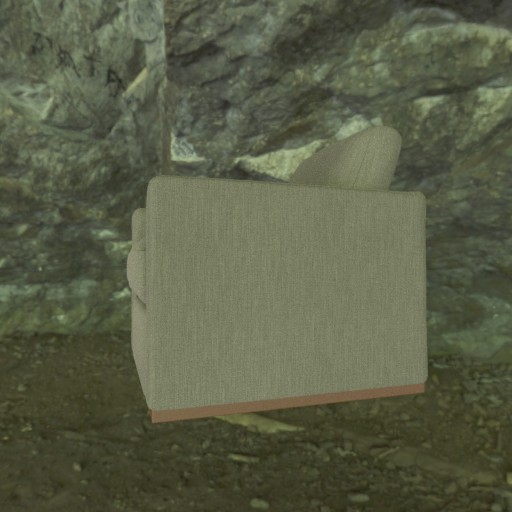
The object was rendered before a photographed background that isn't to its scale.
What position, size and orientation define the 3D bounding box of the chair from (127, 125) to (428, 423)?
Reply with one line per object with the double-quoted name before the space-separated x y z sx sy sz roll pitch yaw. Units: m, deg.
"chair" 0.000 0.000 1.523 0.834 0.811 0.763 0 -1 -18
